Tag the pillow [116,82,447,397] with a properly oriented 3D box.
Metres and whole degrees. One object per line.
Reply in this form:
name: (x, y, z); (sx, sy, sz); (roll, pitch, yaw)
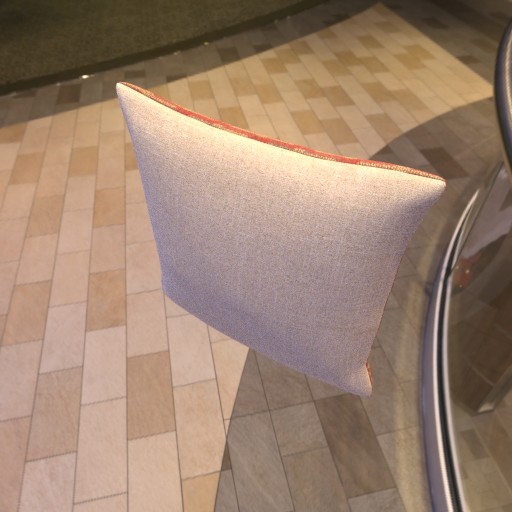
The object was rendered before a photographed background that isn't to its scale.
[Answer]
pillow: (0.000, 0.000, 0.766); (0.511, 0.503, 0.182); (24, 50, 22)
